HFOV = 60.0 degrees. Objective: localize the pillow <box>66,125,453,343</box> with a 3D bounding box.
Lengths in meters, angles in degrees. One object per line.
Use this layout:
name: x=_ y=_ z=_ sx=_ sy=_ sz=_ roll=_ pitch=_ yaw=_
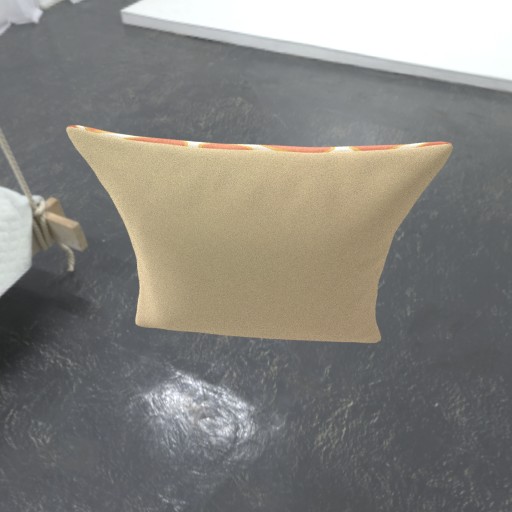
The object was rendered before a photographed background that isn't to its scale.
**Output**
pillow: x=0.000 y=0.000 z=0.813 sx=0.552 sy=0.508 sz=0.166 roll=3 pitch=46 yaw=3
